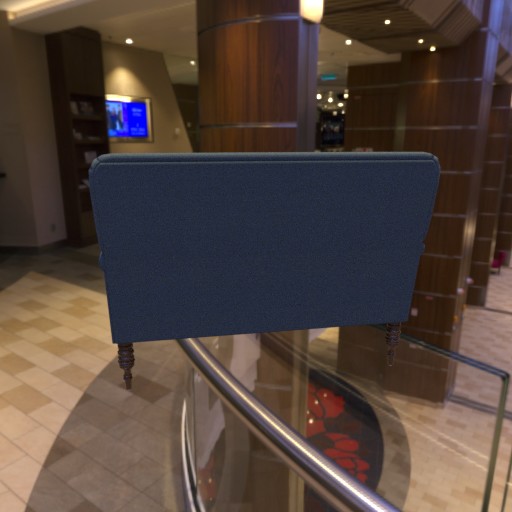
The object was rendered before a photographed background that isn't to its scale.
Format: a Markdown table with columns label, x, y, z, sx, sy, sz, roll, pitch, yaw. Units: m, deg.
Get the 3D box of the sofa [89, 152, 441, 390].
| label | x | y | z | sx | sy | sz | roll | pitch | yaw |
| --- | --- | --- | --- | --- | --- | --- | --- | --- | --- |
| sofa | 0.000 | 0.000 | 1.912 | 1.297 | 0.889 | 0.779 | -3 | 15 | -10 |
